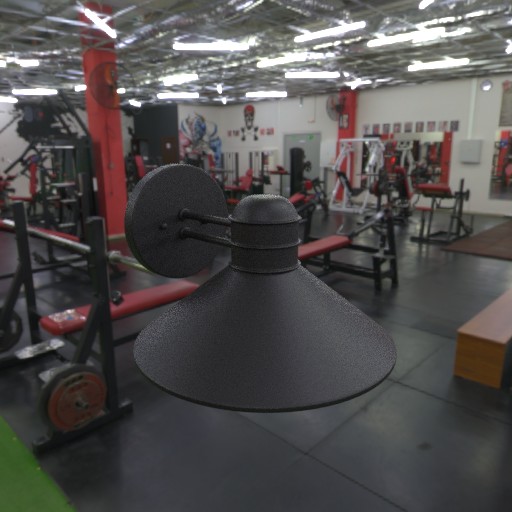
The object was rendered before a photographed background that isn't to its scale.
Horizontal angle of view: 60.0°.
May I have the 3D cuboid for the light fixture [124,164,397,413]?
[{"bbox_3d":[0.000,0.000,0.677,0.396,0.265,0.434,-13,19,-42],"label":"light fixture"}]
